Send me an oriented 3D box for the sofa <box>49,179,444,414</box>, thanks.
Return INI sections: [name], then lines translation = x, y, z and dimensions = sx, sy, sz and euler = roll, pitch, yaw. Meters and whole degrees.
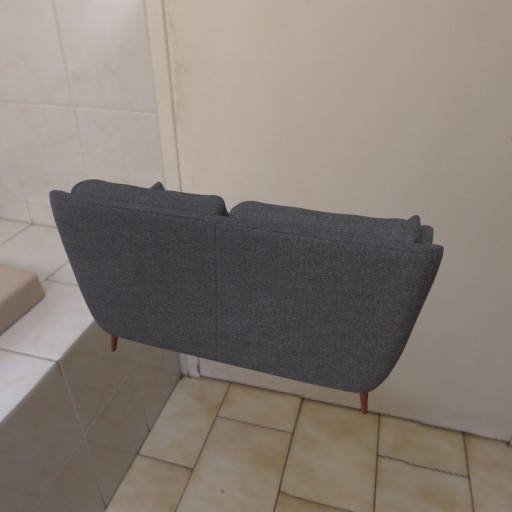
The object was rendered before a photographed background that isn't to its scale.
[sofa]
translation = 0.000, 0.000, 2.200
dimensions = 1.646, 0.887, 0.976
euler = 9, 32, 15
